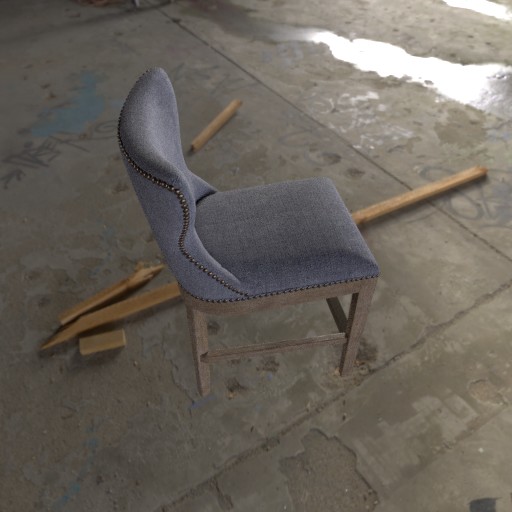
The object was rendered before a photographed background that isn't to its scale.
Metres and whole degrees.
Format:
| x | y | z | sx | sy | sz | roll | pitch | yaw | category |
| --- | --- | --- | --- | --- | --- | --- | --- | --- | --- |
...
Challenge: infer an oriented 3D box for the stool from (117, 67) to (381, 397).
| x | y | z | sx | sy | sz | roll | pitch | yaw | category |
| --- | --- | --- | --- | --- | --- | --- | --- | --- | --- |
| 0.000 | 0.000 | 1.322 | 0.608 | 0.981 | 0.498 | -9 | 47 | -9 | stool |
